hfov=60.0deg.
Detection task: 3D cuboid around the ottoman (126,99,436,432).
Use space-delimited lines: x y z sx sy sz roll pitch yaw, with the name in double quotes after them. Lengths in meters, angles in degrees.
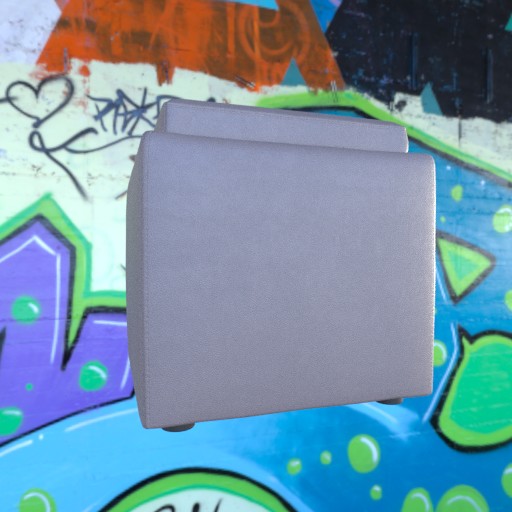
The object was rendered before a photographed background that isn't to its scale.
0.000 0.000 0.815 0.450 0.460 0.451 0 0 -18 "ottoman"
